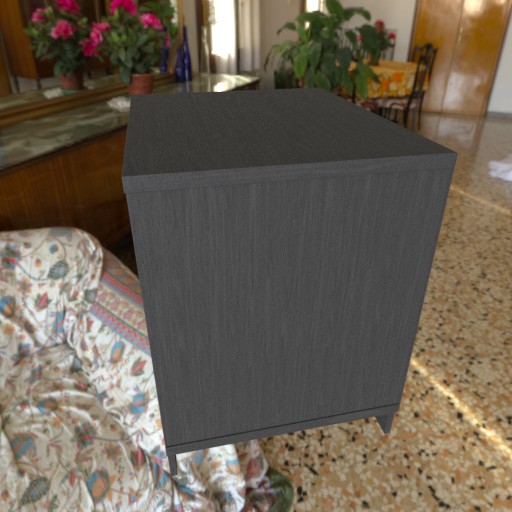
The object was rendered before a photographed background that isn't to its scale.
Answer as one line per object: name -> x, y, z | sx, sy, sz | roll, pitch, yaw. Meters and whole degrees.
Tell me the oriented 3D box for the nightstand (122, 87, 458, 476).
nightstand -> 0.000, 0.000, 0.729 | 0.347, 0.448, 0.427 | -6, 30, -11
